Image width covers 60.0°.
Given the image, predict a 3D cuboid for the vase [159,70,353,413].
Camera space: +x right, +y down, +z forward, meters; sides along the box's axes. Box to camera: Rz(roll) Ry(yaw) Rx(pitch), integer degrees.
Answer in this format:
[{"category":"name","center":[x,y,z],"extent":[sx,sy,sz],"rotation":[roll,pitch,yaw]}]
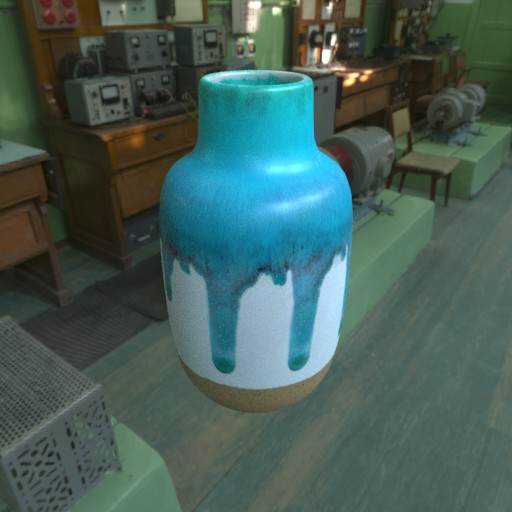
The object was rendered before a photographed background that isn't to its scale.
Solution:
[{"category":"vase","center":[0.000,0.000,0.253],"extent":[0.106,0.192,0.106],"rotation":[0,30,0]}]
